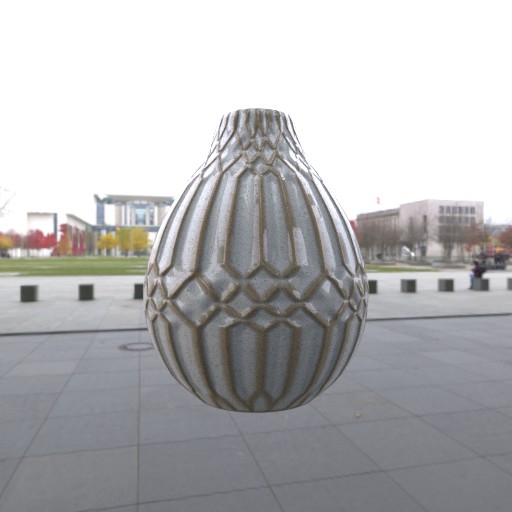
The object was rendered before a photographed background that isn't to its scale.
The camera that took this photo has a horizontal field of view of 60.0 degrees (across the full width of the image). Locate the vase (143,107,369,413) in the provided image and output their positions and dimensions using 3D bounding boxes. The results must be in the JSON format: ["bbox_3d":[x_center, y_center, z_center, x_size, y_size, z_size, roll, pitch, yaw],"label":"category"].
[{"bbox_3d":[0.000,0.000,0.322,0.159,0.200,0.159,0,0,0],"label":"vase"}]
